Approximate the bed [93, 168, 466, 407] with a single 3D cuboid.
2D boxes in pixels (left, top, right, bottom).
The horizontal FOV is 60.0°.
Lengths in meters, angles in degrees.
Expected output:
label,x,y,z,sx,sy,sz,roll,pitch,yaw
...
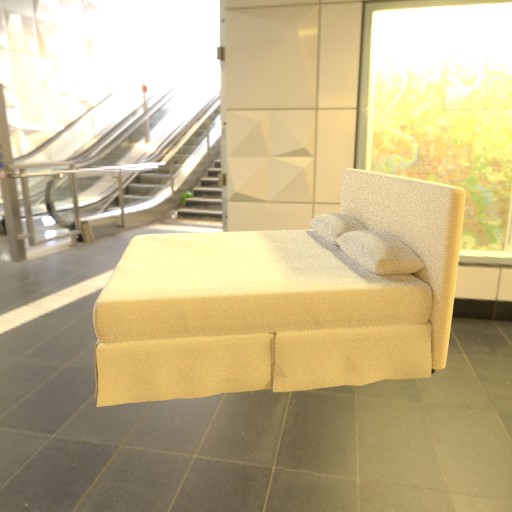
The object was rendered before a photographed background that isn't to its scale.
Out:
label,x,y,z,sx,sy,sz,roll,pitch,yaw
bed,0.000,0.000,3.681,2.341,1.317,2.119,-2,15,-8
